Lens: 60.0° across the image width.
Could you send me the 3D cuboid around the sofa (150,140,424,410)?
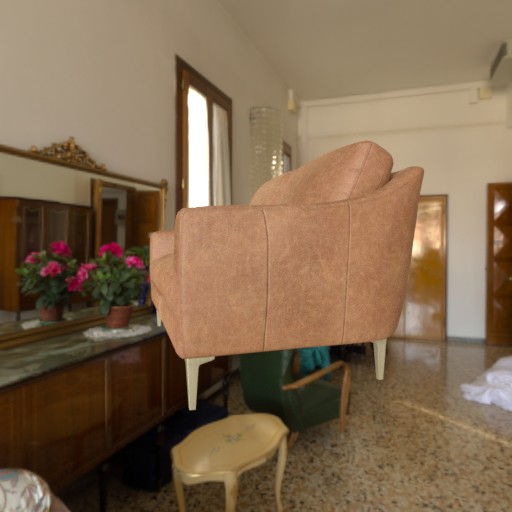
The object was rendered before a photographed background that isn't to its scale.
[{"bbox_3d":[0.000,0.000,2.178,0.960,0.902,1.619,0,1,-16],"label":"sofa"}]
